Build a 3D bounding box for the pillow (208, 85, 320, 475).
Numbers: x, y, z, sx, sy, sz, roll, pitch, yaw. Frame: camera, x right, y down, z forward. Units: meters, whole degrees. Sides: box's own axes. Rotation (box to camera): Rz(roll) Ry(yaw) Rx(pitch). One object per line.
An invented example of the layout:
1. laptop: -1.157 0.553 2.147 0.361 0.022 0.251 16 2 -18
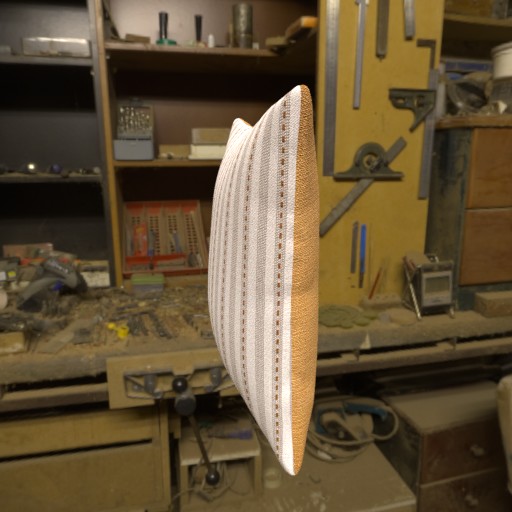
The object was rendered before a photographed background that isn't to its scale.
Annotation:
1. pillow: 0.000 0.000 0.675 0.147 0.437 0.432 -3 14 -11
